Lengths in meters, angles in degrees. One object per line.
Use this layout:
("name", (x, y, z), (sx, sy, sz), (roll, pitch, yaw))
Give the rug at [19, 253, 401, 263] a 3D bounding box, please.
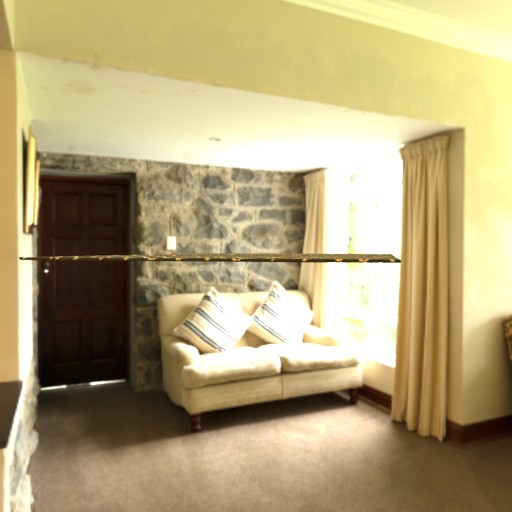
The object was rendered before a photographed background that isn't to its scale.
("rug", (0.000, 0.000, 4.075), (2.439, 0.022, 3.047), (0, 1, 16))
